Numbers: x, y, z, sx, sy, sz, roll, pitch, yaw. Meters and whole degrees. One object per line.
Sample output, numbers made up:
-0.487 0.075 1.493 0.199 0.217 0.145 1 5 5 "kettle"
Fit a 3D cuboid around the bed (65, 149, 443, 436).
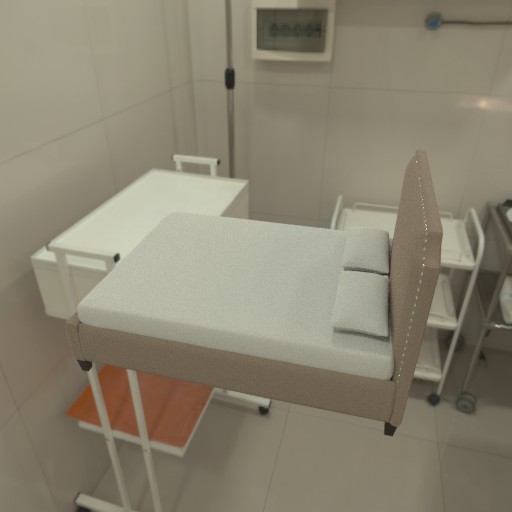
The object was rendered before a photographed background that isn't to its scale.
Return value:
0.000 0.000 3.423 2.372 1.443 1.713 8 32 13 "bed"
